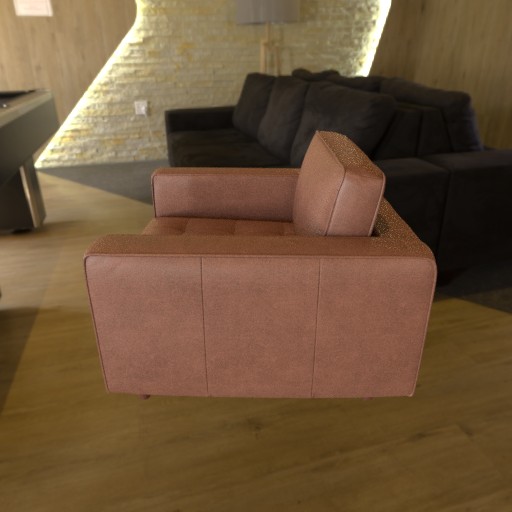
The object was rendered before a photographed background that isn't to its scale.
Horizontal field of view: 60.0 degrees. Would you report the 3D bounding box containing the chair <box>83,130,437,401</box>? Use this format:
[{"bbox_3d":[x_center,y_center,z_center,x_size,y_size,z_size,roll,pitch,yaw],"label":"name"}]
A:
[{"bbox_3d":[0.000,0.000,1.535,0.900,0.770,0.920,0,25,0],"label":"chair"}]
